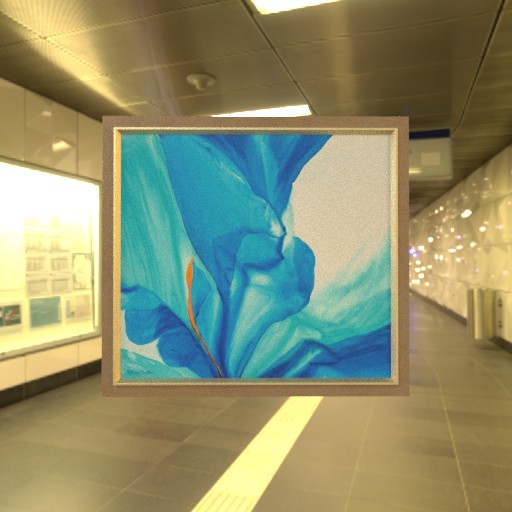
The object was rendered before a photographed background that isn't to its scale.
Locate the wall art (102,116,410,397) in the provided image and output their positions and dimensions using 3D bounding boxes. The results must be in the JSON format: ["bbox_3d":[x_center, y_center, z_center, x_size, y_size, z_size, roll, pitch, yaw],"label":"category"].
[{"bbox_3d":[0.000,0.000,1.682,1.168,1.067,0.025,0,-1,0],"label":"wall art"}]
